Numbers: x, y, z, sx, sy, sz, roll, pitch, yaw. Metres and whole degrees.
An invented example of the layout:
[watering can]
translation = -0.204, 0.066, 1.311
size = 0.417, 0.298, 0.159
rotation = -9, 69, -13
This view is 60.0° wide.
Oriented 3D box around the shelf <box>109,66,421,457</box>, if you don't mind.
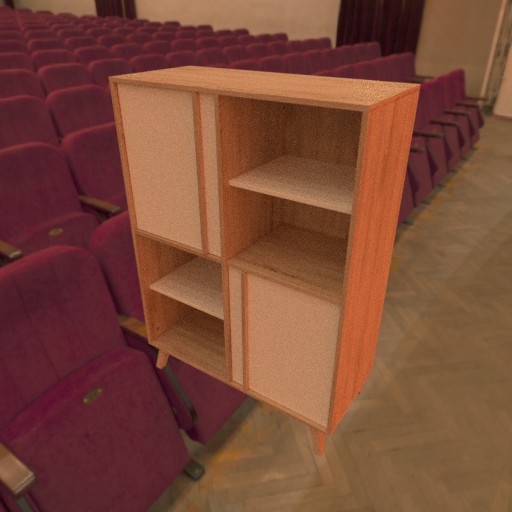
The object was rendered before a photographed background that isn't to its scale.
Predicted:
[shelf]
translation = 0.000, 0.000, 1.871
size = 1.000, 1.390, 0.450
rotation = 18, 34, 29
